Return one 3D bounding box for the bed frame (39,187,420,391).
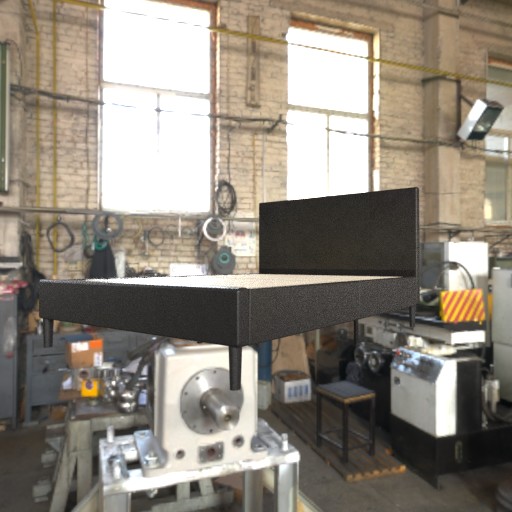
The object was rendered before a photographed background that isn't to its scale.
[{"bbox_3d":[0.000,0.000,2.931,1.469,1.046,2.152,-1,-1,37],"label":"bed frame"}]
